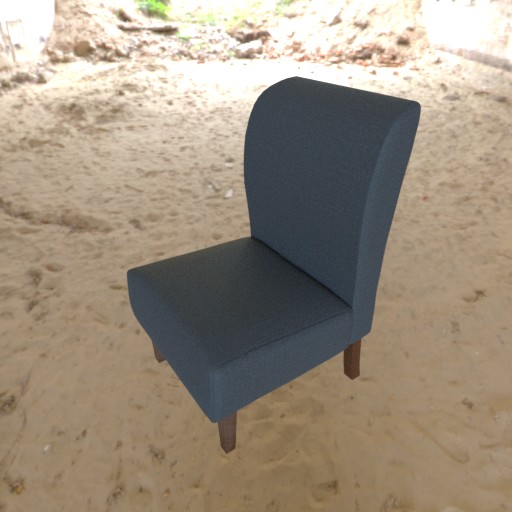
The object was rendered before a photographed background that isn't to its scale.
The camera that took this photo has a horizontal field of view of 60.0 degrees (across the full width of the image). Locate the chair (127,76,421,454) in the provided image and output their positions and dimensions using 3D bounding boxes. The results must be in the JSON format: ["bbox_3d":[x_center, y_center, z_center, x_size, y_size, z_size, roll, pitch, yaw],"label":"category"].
[{"bbox_3d":[0.000,0.000,1.185,0.592,0.804,0.513,-20,36,-30],"label":"chair"}]
